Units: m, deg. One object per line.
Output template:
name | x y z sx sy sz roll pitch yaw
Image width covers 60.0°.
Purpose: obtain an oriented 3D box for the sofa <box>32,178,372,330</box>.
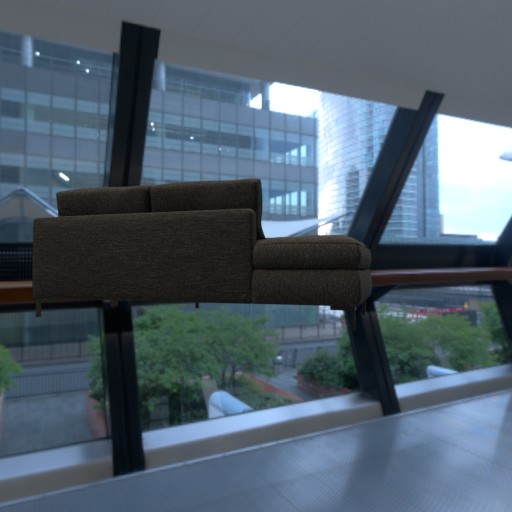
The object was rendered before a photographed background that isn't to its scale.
sofa | 0.000 0.000 3.818 2.007 0.815 2.949 0 -2 18
